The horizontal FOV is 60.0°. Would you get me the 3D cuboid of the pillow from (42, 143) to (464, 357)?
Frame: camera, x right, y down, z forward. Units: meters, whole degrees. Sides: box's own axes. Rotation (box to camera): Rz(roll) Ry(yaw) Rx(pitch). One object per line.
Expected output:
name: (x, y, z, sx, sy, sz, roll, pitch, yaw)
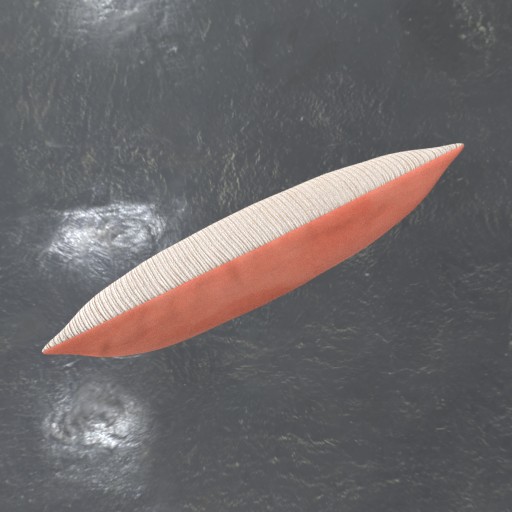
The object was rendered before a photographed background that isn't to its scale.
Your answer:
pillow: (0.000, 0.000, 0.717, 0.608, 0.307, 0.155, -26, 77, -7)
